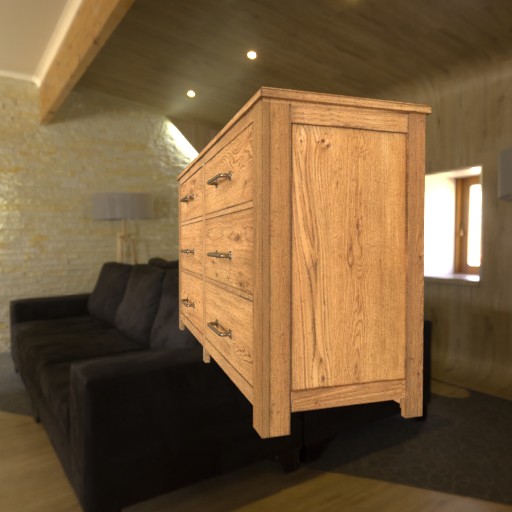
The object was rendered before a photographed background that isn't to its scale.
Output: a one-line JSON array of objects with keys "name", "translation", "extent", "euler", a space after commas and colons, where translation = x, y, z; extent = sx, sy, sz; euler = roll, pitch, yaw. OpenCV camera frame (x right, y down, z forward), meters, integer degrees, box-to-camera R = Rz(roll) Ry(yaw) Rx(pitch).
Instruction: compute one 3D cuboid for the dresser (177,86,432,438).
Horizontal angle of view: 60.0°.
[{"name": "dresser", "translation": [0.000, 0.000, 2.024], "extent": [0.563, 0.932, 1.657], "euler": [-1, 2, -18]}]
